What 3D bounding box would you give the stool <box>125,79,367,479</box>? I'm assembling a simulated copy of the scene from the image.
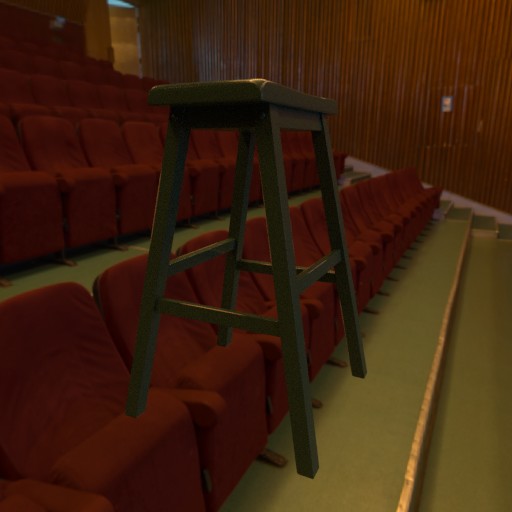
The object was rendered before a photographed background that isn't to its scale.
[{"bbox_3d":[0.000,0.000,1.068,0.476,0.737,0.457,7,16,26],"label":"stool"}]
